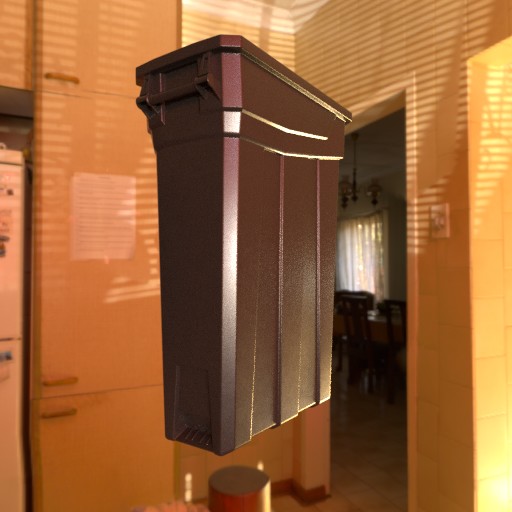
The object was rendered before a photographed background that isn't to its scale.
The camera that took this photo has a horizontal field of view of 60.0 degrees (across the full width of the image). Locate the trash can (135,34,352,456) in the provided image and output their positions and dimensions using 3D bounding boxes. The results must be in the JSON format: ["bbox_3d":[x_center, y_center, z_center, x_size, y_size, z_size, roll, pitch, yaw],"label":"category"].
[{"bbox_3d":[0.000,0.000,1.046,0.281,0.762,0.559,-1,-2,35],"label":"trash can"}]
